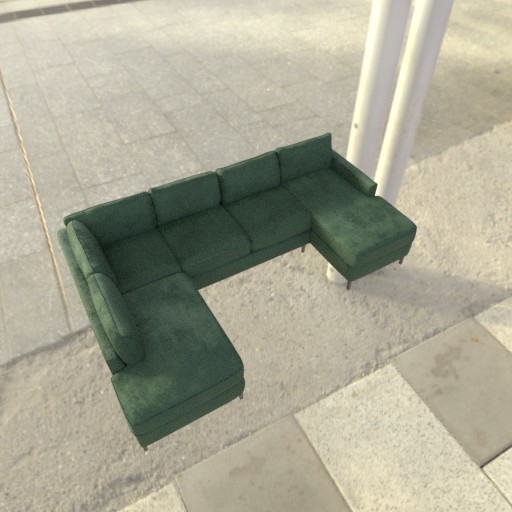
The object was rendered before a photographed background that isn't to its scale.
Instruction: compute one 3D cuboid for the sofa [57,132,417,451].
[{"bbox_3d":[0.000,0.000,3.954,2.994,0.861,1.992,-23,49,-21],"label":"sofa"}]
